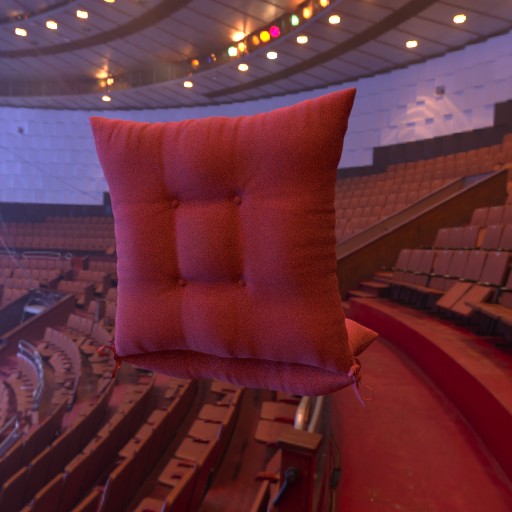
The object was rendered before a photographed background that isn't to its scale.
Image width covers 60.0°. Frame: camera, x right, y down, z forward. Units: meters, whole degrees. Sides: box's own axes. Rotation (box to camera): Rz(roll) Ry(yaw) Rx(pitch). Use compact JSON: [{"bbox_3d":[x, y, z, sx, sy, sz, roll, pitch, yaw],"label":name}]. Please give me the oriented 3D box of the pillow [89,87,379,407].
[{"bbox_3d":[0.000,0.000,1.000,0.541,0.536,0.585,0,1,19],"label":"pillow"}]
